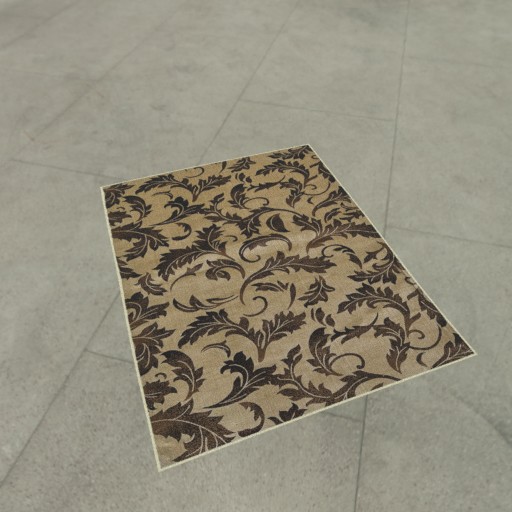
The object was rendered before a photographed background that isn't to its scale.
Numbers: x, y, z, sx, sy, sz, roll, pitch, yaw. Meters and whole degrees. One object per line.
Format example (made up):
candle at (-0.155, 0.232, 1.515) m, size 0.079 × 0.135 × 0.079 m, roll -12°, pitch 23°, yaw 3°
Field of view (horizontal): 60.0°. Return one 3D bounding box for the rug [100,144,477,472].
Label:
rug at (0.000, 0.000, 3.925) m, size 2.380 × 0.008 × 2.977 m, roll -15°, pitch 49°, yaw -14°
